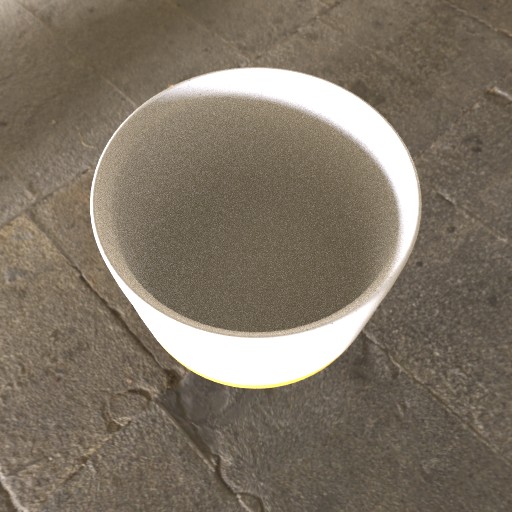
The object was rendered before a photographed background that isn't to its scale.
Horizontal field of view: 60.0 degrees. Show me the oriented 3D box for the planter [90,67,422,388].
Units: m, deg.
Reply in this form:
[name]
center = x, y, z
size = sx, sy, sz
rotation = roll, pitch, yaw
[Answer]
[planter]
center = 0.000, 0.000, 0.479
size = 0.268, 0.270, 0.268
rotation = 0, 63, 0
